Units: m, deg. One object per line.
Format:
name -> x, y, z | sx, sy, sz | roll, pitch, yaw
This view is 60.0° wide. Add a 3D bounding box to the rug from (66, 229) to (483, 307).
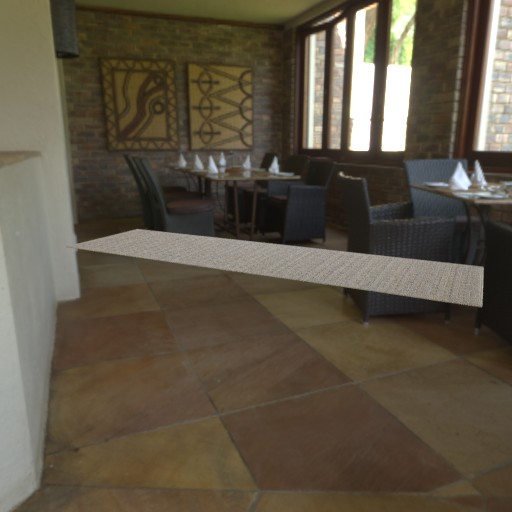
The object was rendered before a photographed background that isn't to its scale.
rug -> 0.000, 0.000, 2.657 | 2.437, 0.005, 0.688 | 7, 16, 26
